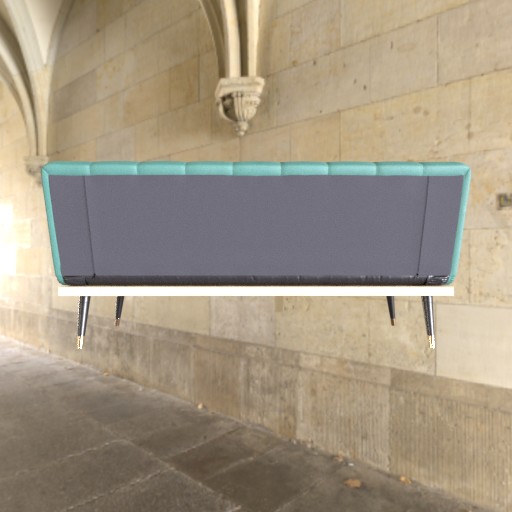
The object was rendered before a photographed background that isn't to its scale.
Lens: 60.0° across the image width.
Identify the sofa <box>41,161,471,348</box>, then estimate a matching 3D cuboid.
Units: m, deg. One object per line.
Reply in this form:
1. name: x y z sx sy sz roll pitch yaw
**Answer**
1. sofa: 0.000 0.000 2.258 1.810 0.820 0.830 0 -1 0
